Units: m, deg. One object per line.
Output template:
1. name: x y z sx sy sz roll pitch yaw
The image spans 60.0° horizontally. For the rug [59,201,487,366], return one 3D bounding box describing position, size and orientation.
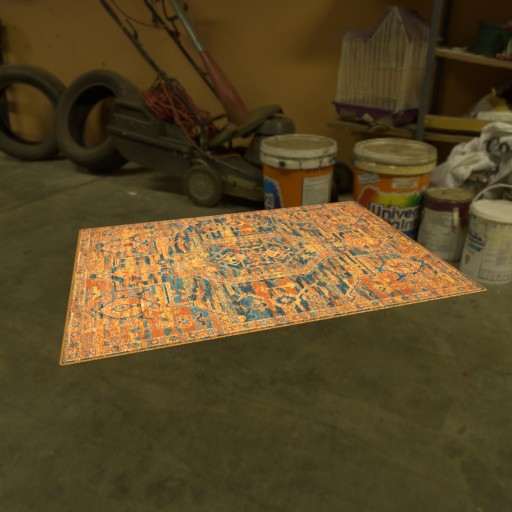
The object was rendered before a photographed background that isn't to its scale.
1. rug: 0.000 0.000 3.735 2.916 0.019 2.043 -8 27 -15
